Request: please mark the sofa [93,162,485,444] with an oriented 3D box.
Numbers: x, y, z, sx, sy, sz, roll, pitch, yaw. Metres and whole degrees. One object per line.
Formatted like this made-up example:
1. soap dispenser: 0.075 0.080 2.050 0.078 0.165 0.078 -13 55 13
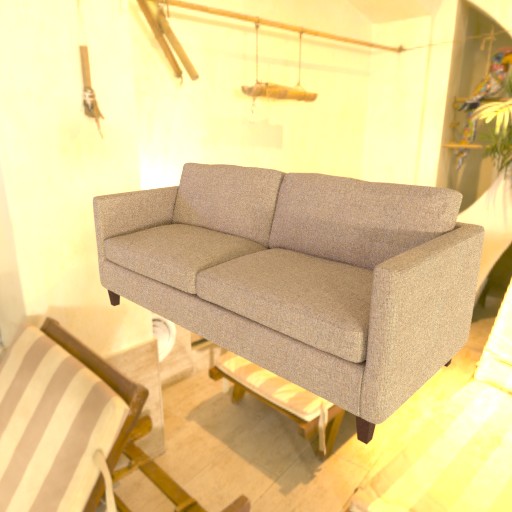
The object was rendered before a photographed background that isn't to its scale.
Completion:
1. sofa: 0.000 0.000 2.616 2.208 0.965 0.951 16 23 41
